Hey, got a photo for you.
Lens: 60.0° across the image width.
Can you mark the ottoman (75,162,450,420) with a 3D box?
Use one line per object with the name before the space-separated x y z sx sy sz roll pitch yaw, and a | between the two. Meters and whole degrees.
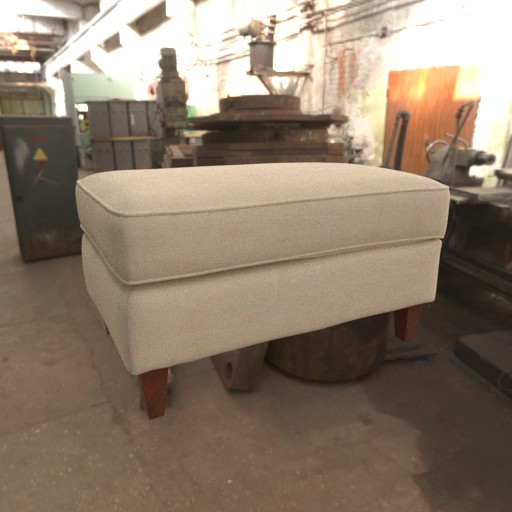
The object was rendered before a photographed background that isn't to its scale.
ottoman | 0.000 0.000 1.235 0.862 0.484 0.583 -9 19 -27
